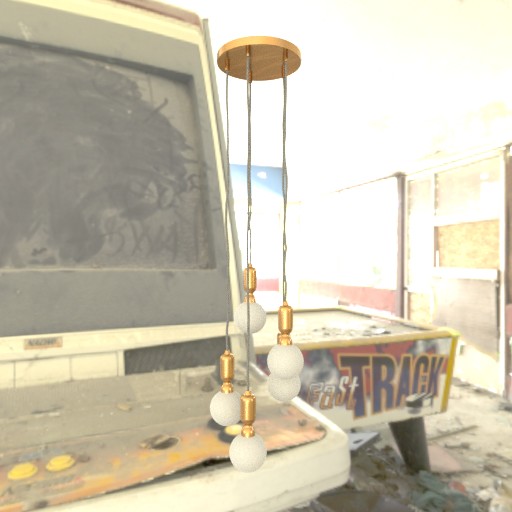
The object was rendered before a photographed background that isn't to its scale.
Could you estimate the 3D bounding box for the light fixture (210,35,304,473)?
[{"bbox_3d":[0.000,0.000,0.506,0.105,0.457,0.108,0,0,1],"label":"light fixture"}]
